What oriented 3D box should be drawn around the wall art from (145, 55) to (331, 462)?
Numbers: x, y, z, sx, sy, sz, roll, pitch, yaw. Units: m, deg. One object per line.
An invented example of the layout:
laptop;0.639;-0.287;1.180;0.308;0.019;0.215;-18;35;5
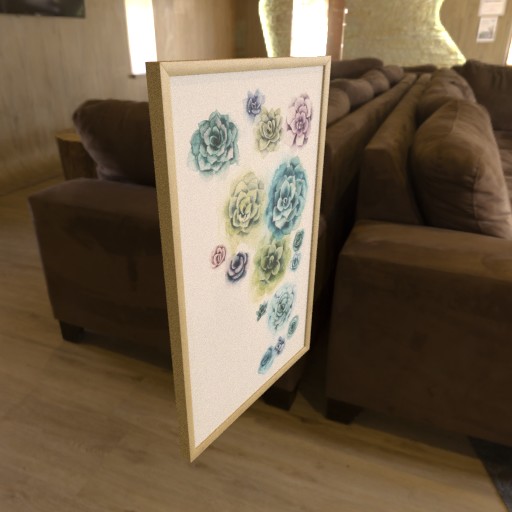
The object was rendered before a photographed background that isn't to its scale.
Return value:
wall art;0.000;0.000;0.992;0.039;0.810;0.510;18;31;33
